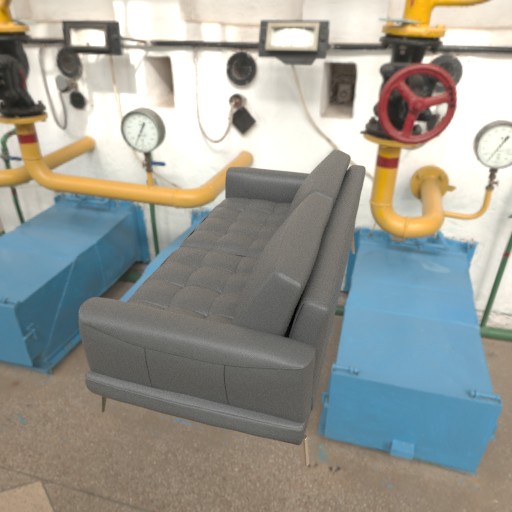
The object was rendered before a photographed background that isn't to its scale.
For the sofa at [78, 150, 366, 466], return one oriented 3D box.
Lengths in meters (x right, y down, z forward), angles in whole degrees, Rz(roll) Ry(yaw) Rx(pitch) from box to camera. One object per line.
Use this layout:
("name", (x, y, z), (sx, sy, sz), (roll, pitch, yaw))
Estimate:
("sofa", (0.000, 0.000, 2.748), (1.121, 0.930, 2.177), (9, 31, 14))
